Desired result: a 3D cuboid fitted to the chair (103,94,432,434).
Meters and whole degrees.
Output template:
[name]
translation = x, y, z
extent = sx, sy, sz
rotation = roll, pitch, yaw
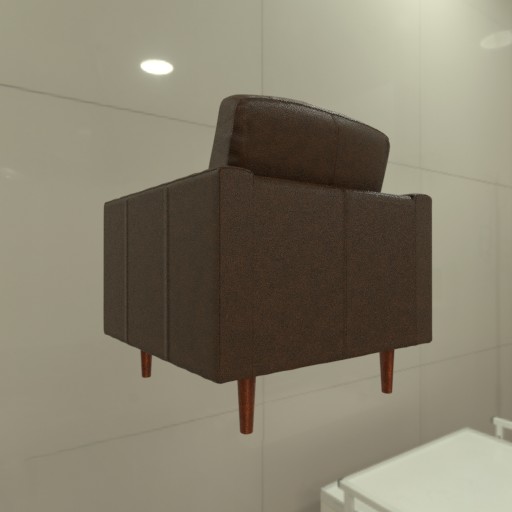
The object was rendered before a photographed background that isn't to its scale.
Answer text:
[chair]
translation = 0.000, 0.000, 1.671
extent = 0.890, 0.956, 0.909
rotation = 0, 0, -36
